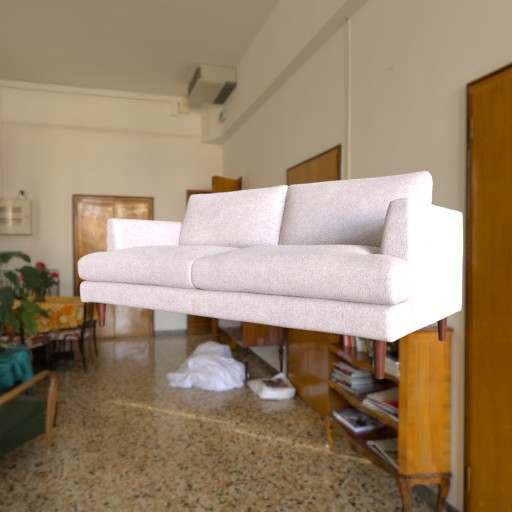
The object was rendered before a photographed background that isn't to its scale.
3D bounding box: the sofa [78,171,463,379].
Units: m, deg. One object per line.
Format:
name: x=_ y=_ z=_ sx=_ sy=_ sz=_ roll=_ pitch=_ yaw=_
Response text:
sofa: x=0.000 y=0.000 z=2.479 sx=1.948 sy=0.868 sz=1.020 roll=1 pitch=1 yaw=38
